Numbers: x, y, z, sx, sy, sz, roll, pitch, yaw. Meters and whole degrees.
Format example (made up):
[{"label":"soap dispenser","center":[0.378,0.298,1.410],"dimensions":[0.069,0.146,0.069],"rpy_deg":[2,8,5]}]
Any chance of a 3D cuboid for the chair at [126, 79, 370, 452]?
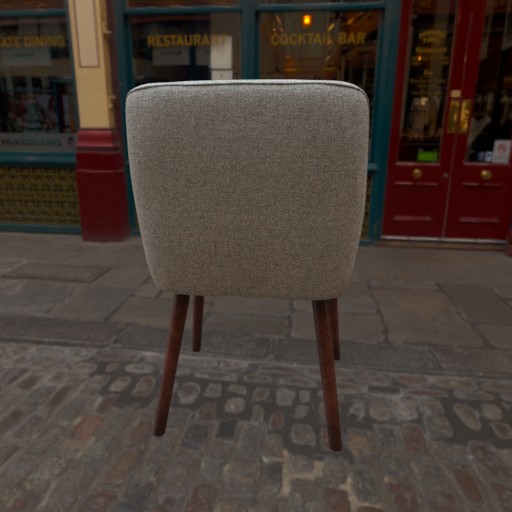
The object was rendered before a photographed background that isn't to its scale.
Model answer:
[{"label":"chair","center":[0.000,0.000,1.152],"dimensions":[0.543,0.803,0.519],"rpy_deg":[2,15,7]}]
